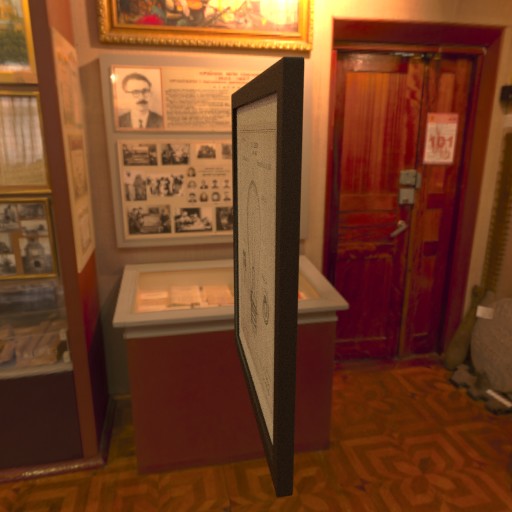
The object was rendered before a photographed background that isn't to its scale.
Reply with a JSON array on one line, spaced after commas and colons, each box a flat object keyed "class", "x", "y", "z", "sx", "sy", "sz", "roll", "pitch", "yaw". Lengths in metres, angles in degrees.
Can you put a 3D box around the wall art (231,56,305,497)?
[{"class": "wall art", "x": 0.000, "y": 0.000, "z": 0.692, "sx": 0.021, "sy": 0.509, "sz": 0.430, "roll": -3, "pitch": 16, "yaw": -9}]
